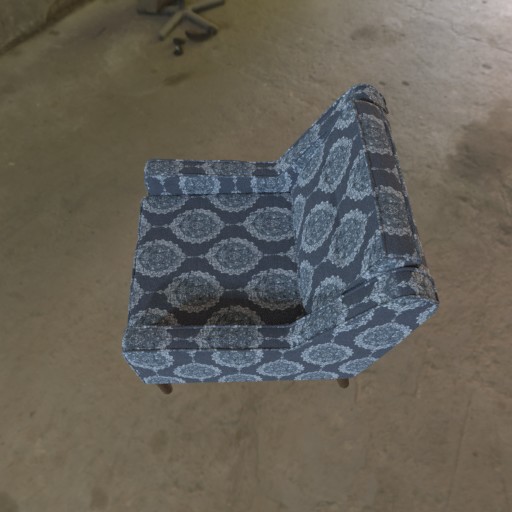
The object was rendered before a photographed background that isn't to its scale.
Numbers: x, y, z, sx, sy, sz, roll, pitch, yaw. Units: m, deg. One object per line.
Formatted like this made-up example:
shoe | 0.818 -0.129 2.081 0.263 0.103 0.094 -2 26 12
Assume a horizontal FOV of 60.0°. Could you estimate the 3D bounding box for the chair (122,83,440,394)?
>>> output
chair | 0.000 0.000 1.348 0.743 0.792 0.663 -2 59 -1
